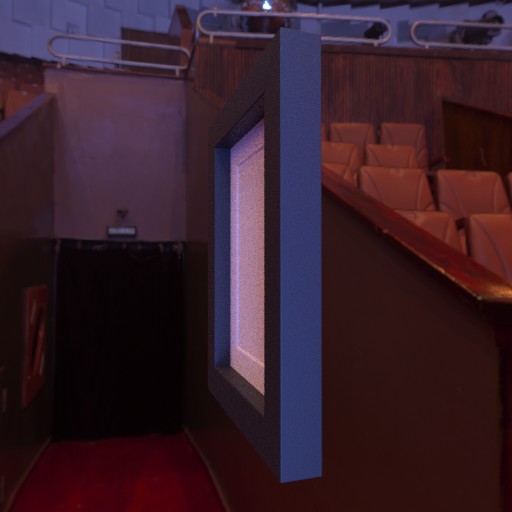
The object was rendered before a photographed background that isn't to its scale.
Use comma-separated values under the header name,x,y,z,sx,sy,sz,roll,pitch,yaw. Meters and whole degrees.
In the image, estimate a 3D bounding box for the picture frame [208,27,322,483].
name,x,y,z,sx,sy,sz,roll,pitch,yaw
picture frame,0.000,0.000,0.281,0.028,0.208,0.157,0,-1,-18
